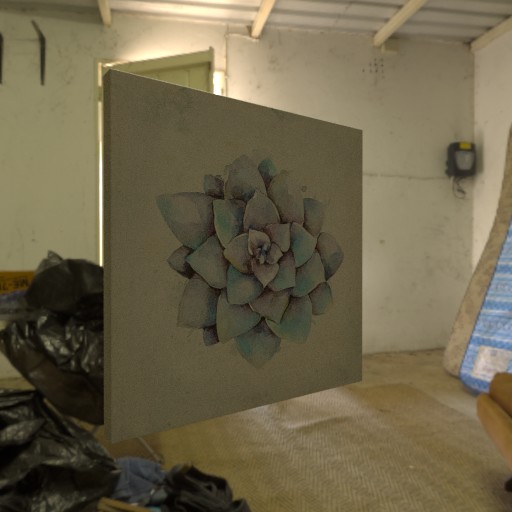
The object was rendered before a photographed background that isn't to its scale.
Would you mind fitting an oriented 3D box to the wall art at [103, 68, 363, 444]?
[{"bbox_3d":[0.000,0.000,0.915,0.612,0.612,0.040,0,0,-36],"label":"wall art"}]
